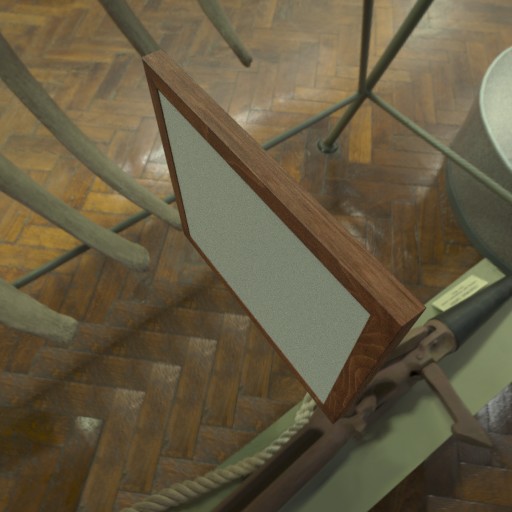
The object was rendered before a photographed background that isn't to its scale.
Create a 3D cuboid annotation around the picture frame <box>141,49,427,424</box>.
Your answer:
[{"bbox_3d":[0.000,0.000,0.535,0.025,0.330,0.381,-32,63,-18],"label":"picture frame"}]
